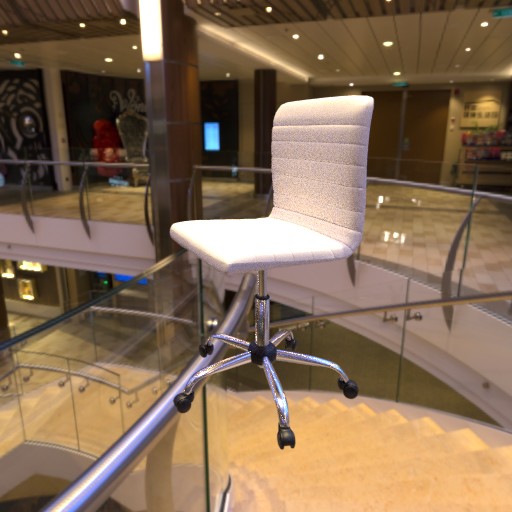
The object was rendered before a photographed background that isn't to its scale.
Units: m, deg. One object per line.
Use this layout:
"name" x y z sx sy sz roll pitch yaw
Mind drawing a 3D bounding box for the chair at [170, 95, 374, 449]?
"chair" 0.000 0.000 1.103 0.455 0.750 0.520 -8 17 -26
